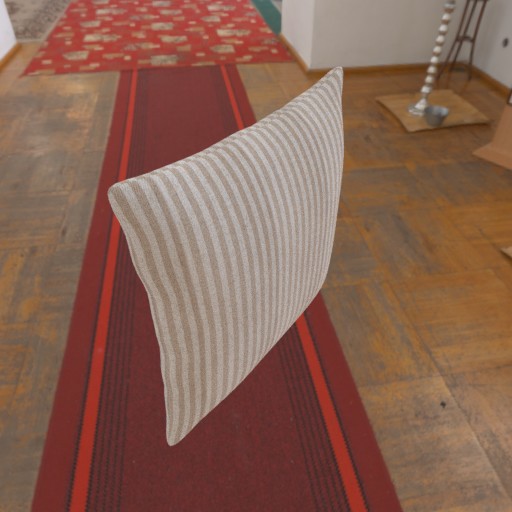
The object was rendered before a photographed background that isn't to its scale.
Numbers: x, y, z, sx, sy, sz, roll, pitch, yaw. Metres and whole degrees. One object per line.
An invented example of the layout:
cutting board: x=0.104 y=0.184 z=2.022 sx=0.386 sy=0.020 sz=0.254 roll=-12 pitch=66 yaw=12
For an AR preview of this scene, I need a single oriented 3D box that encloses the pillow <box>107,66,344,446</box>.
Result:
pillow: x=0.000 y=0.000 z=0.774 sx=0.166 sy=0.510 sz=0.523 roll=25 pitch=45 yaw=27
